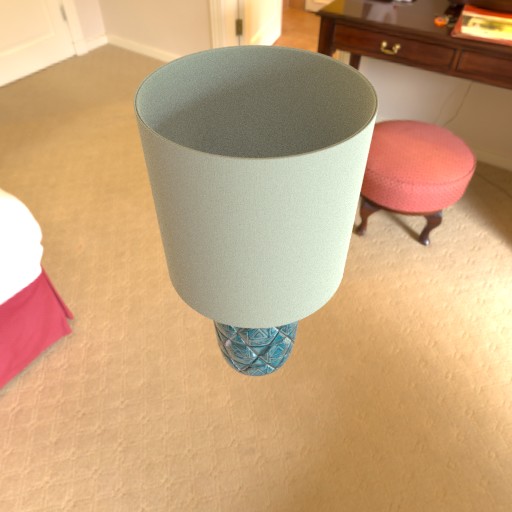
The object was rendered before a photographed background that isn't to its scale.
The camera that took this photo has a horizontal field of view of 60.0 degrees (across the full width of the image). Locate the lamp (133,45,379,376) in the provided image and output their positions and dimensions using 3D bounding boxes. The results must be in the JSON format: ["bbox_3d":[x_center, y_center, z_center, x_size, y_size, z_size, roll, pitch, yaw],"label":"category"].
[{"bbox_3d":[0.000,0.000,0.489,0.193,0.377,0.193,-3,46,-3],"label":"lamp"}]
